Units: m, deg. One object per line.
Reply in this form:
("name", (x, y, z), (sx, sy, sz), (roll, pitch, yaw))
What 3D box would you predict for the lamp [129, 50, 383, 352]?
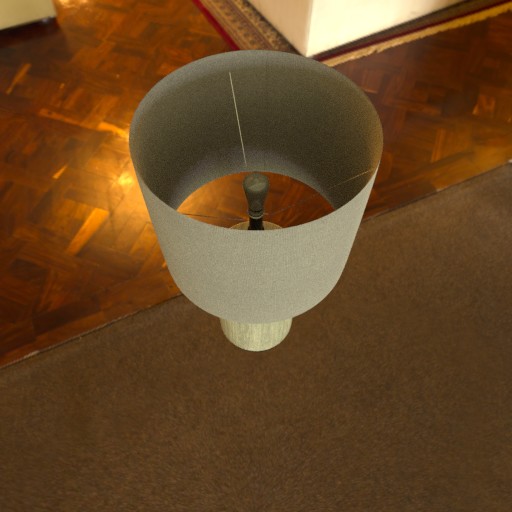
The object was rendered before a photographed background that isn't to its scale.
("lamp", (0.000, 0.000, 0.586), (0.228, 0.444, 0.228), (13, 60, 8))
